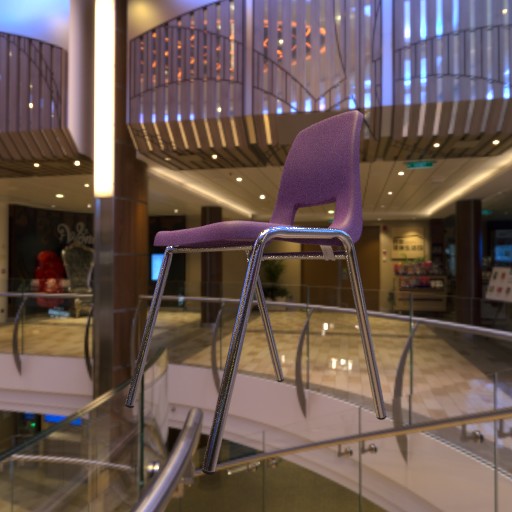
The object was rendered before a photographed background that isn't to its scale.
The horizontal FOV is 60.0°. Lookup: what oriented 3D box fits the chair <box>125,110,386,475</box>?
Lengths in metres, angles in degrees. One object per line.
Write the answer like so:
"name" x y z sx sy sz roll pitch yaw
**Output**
"chair" 0.000 0.000 0.926 0.432 0.654 0.381 1 -1 -34
